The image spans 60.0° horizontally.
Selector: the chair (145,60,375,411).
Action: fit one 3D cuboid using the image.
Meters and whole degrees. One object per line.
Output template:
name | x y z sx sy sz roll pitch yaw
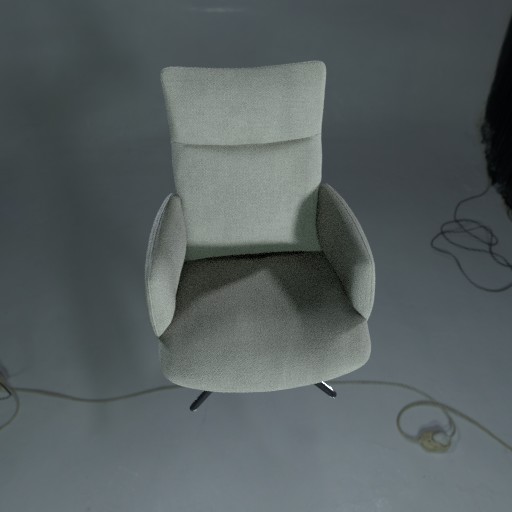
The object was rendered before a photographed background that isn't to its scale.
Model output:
chair | 0.000 0.000 1.548 0.711 1.016 0.889 -4 47 -4
